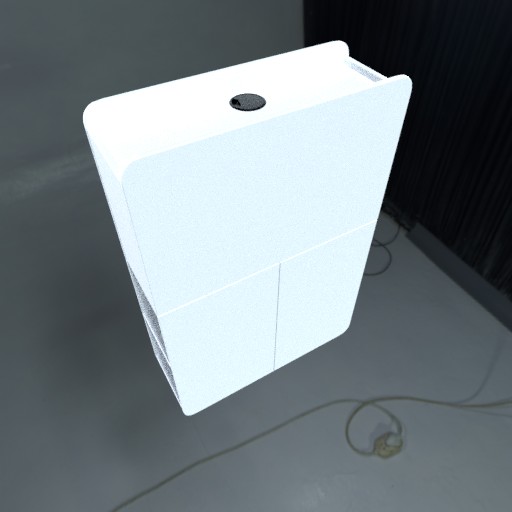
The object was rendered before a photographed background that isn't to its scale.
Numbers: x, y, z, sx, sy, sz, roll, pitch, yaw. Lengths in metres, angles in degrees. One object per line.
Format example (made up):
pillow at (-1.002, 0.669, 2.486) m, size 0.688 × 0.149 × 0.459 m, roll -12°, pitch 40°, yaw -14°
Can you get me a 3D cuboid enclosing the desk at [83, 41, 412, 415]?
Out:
desk at (0.000, 0.000, 1.512) m, size 0.795 × 1.190 × 0.278 m, roll -23°, pitch 51°, yaw -21°
